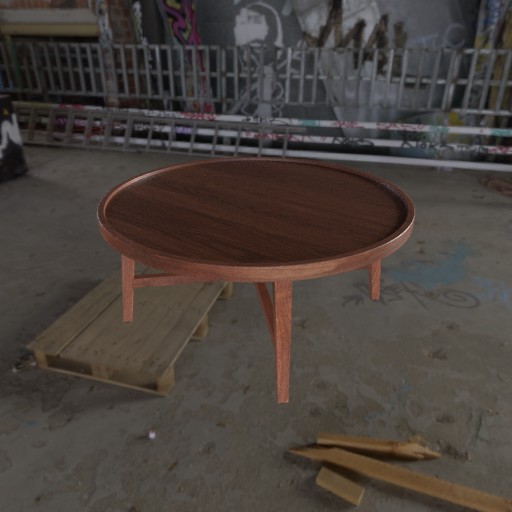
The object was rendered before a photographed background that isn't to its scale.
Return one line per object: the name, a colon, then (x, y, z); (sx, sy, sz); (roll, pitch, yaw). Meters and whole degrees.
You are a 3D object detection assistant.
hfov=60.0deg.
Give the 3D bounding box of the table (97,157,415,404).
table: (0.000, 0.000, 1.252); (0.800, 0.360, 0.800); (0, 27, 0)
